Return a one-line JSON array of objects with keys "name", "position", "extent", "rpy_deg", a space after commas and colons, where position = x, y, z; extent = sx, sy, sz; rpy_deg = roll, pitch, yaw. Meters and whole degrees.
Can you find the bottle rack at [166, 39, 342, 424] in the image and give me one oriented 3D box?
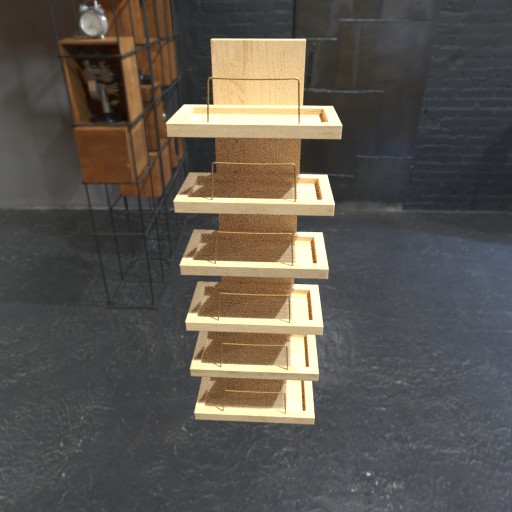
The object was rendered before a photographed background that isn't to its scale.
[{"name": "bottle rack", "position": [0.000, 0.000, 1.084], "extent": [0.330, 0.943, 0.206], "rpy_deg": [2, 30, 3]}]
